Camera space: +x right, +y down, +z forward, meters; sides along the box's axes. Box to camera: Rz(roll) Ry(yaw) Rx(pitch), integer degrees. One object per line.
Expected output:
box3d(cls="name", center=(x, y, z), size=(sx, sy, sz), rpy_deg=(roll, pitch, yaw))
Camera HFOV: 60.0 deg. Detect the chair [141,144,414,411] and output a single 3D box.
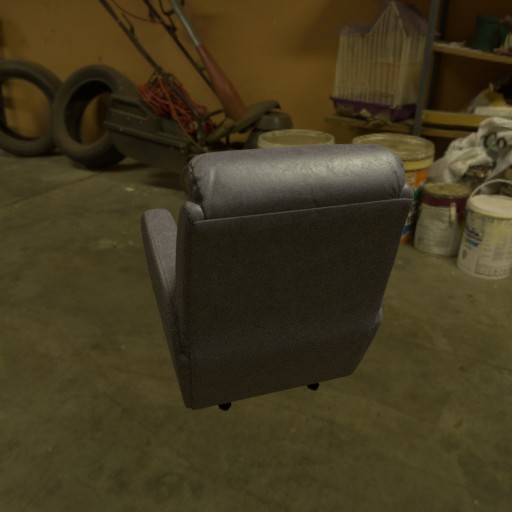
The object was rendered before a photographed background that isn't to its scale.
box3d(cls="chair", center=(0.000, 0.000, 1.819), size=(0.865, 1.067, 1.067), rpy_deg=(-8, 28, -15))
